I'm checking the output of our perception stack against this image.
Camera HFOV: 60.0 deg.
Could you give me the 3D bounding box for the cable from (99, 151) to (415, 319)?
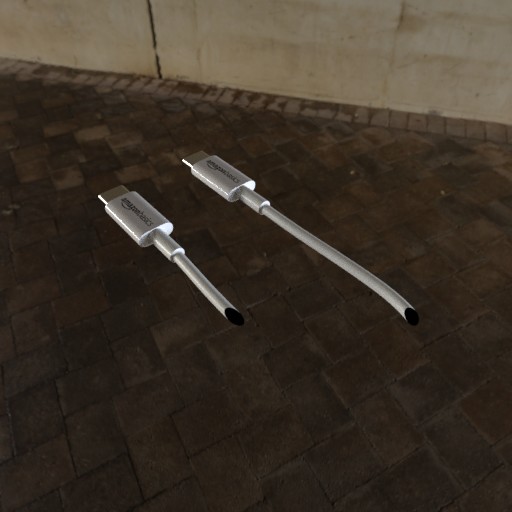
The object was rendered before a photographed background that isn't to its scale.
[{"bbox_3d":[0.000,0.000,0.114,0.041,0.005,0.098,-31,53,-28],"label":"cable"}]
